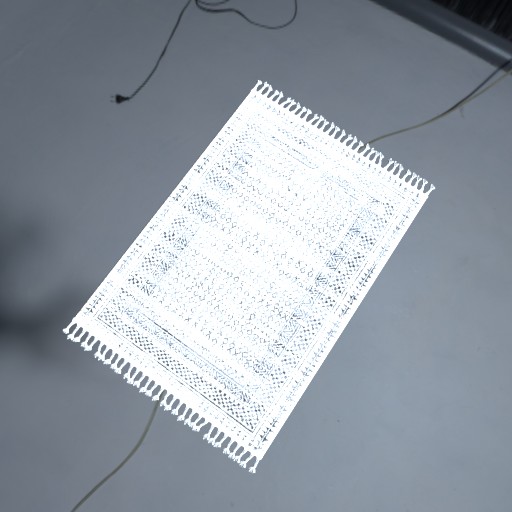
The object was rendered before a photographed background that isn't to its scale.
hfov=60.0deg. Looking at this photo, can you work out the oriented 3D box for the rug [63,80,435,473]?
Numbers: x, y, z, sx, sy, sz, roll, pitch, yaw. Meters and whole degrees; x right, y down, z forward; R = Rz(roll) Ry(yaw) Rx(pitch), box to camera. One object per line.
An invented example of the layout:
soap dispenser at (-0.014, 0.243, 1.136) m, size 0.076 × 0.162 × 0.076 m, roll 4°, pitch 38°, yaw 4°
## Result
rug at (0.000, 0.000, 2.447) m, size 1.243 × 0.013 × 1.872 m, roll 34°, pitch 79°, yaw 8°
